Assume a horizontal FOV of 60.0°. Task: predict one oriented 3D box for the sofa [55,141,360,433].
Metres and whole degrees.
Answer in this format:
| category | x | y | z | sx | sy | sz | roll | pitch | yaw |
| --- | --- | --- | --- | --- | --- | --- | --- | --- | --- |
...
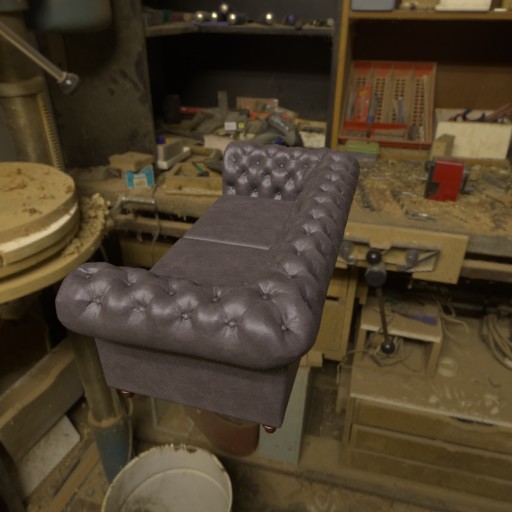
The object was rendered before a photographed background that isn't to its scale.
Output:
| category | x | y | z | sx | sy | sz | roll | pitch | yaw |
| --- | --- | --- | --- | --- | --- | --- | --- | --- | --- |
| sofa | 0.000 | 0.000 | 2.466 | 0.944 | 0.779 | 2.048 | 8 | 31 | 14 |
